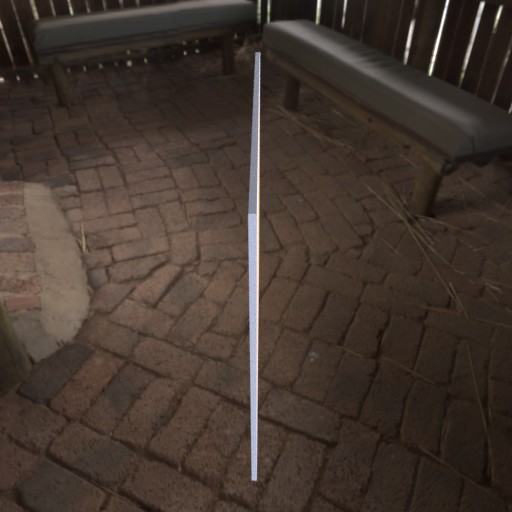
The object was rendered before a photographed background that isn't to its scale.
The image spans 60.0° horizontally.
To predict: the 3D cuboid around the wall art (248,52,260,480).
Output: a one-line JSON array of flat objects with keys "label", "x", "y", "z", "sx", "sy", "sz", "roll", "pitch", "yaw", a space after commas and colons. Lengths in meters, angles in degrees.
[{"label": "wall art", "x": 0.000, "y": 0.000, "z": 0.815, "sx": 0.009, "sy": 0.559, "sz": 0.558, "roll": 0, "pitch": 39, "yaw": 1}]
